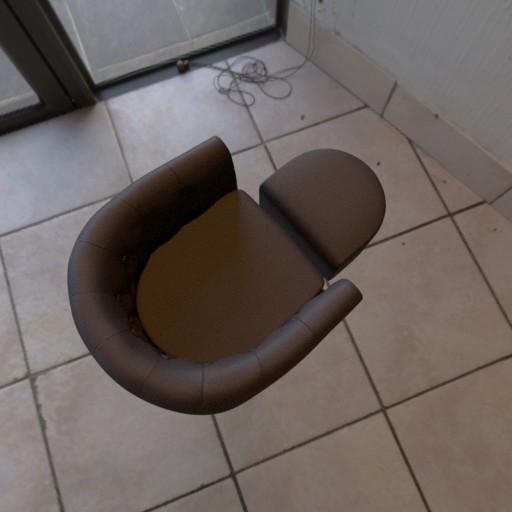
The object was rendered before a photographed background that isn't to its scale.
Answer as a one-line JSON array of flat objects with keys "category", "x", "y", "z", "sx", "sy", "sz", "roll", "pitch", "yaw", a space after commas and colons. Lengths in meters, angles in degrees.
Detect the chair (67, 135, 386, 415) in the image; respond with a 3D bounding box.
[{"category": "chair", "x": 0.000, "y": 0.000, "z": 1.638, "sx": 1.191, "sy": 0.760, "sz": 0.763, "roll": -39, "pitch": 78, "yaw": -10}]
